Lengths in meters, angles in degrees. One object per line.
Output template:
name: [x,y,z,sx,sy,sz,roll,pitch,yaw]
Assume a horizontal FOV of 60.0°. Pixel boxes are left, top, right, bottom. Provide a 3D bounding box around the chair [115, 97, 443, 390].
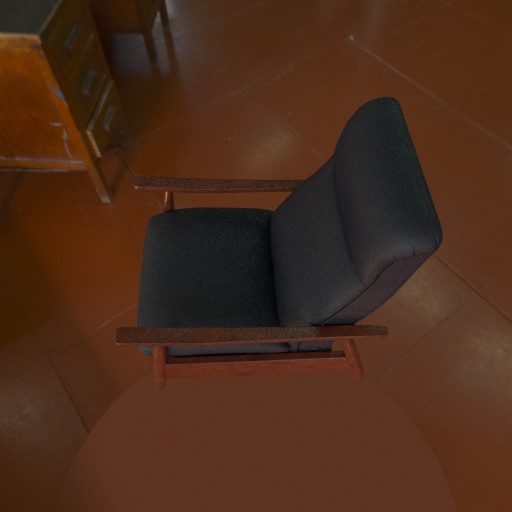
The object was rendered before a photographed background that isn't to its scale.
chair: [0.000,0.000,1.797,1.014,1.082,0.762,-3,58,-2]
